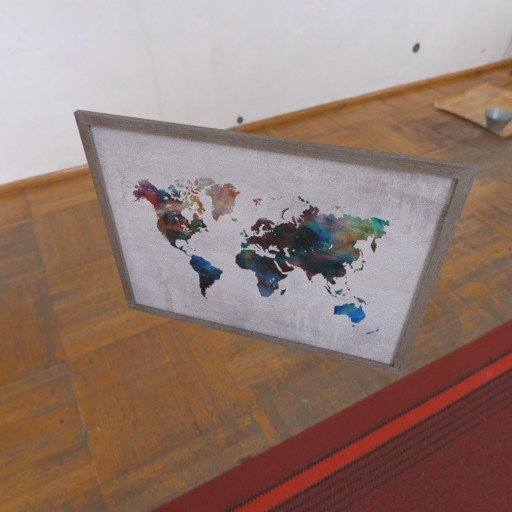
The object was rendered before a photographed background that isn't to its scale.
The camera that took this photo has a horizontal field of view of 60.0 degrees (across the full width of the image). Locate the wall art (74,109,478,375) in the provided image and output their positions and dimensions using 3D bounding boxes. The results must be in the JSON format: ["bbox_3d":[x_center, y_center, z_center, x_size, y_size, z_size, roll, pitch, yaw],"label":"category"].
[{"bbox_3d":[0.000,0.000,1.332,1.012,0.774,0.019,11,42,13],"label":"wall art"}]
